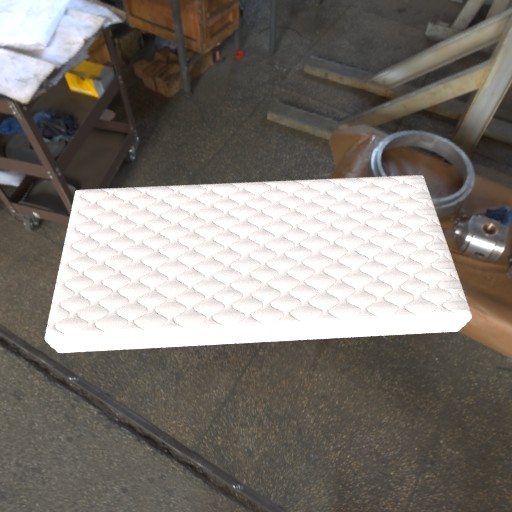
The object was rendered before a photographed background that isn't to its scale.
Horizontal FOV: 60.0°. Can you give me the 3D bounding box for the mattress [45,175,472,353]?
[{"bbox_3d":[0.000,0.000,2.355,2.000,0.200,0.900,-3,58,-2],"label":"mattress"}]
